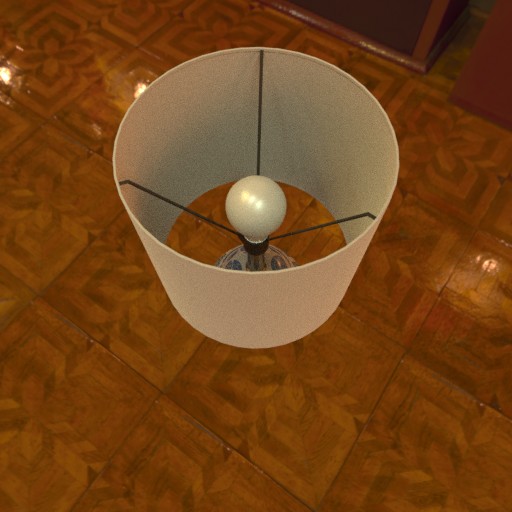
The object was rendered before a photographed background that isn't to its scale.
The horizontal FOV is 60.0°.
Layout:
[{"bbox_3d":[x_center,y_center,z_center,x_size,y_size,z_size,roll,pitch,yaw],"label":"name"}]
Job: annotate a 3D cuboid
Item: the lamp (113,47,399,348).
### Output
[{"bbox_3d":[0.000,0.000,0.506,0.215,0.381,0.215,35,69,16],"label":"lamp"}]
